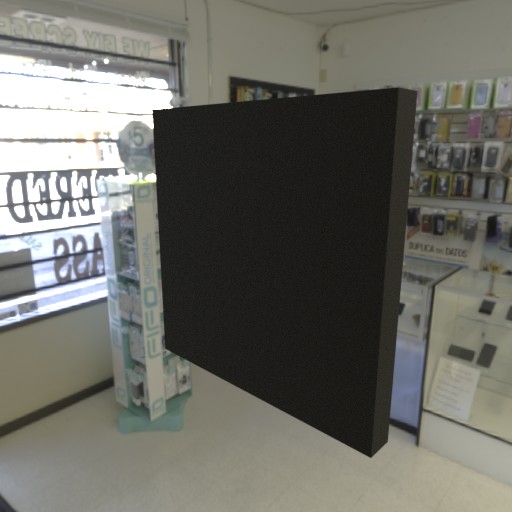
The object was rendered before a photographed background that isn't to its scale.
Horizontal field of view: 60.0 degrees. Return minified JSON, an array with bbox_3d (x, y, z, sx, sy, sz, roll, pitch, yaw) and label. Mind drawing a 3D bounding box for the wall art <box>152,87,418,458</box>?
[{"bbox_3d":[0.000,0.000,0.464,0.308,0.305,0.030,13,19,42],"label":"wall art"}]
